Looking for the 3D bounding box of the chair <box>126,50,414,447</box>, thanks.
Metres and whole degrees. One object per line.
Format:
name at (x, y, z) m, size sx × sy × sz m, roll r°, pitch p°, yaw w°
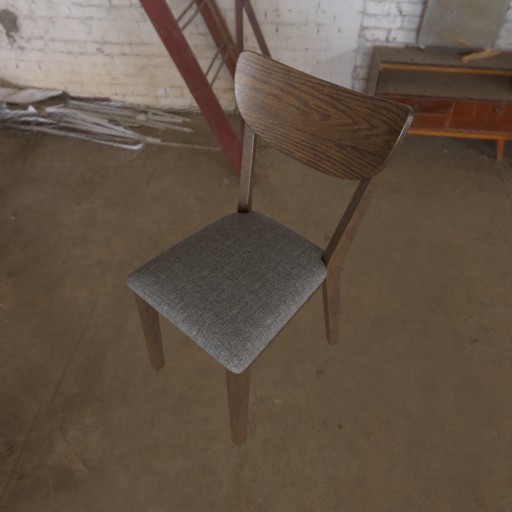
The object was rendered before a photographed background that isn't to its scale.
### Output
chair at (0.000, 0.000, 1.201) m, size 0.491 × 0.849 × 0.583 m, roll 33°, pitch 54°, yaw 28°
